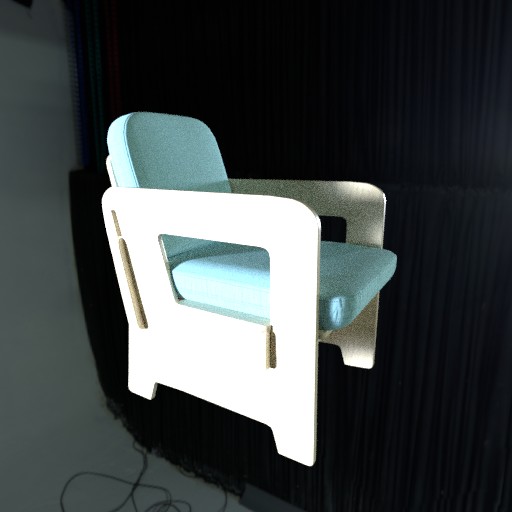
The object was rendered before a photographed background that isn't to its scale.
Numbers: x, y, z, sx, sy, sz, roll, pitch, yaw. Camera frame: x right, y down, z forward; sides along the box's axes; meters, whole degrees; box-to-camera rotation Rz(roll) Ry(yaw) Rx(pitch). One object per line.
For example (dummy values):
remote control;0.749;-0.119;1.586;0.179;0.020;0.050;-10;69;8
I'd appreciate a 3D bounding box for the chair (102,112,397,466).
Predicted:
chair;0.000;0.000;1.273;0.710;0.800;0.590;7;15;28
